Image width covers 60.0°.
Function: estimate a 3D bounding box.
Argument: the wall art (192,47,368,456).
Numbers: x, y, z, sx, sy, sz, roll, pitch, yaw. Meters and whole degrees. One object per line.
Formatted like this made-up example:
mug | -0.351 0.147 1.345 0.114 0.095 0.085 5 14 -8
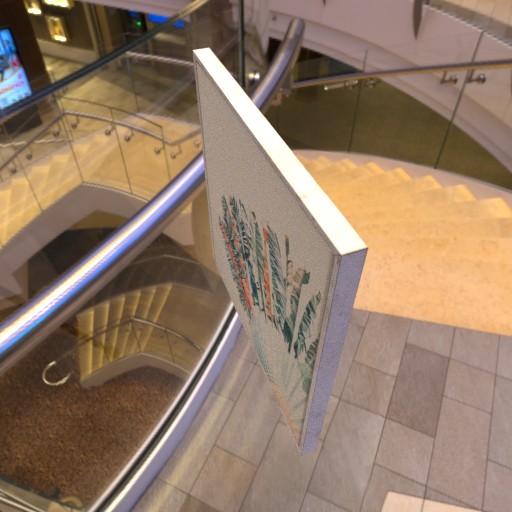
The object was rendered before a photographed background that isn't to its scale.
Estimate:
wall art | 0.000 0.000 0.759 0.029 0.506 0.508 -16 48 -15
